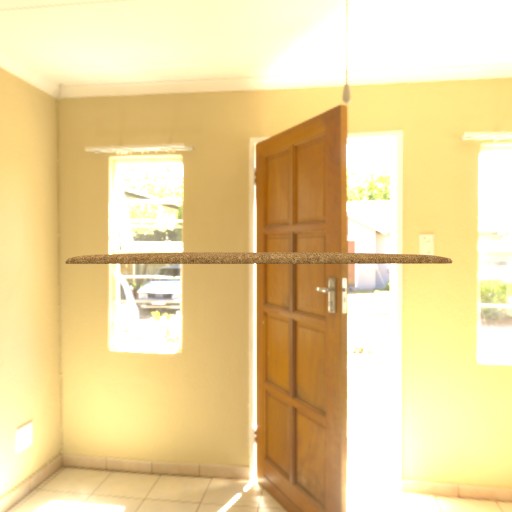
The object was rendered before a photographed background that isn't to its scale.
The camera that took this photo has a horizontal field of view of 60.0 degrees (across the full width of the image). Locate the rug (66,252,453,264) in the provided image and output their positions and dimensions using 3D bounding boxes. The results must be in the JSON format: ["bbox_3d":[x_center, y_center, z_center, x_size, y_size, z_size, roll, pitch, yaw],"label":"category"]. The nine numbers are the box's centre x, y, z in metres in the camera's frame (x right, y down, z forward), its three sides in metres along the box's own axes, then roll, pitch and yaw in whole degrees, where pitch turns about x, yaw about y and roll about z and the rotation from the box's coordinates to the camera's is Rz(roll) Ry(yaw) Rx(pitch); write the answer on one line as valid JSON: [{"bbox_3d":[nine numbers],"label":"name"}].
[{"bbox_3d":[0.000,0.000,3.898,2.242,0.050,2.873,0,1,-1],"label":"rug"}]
